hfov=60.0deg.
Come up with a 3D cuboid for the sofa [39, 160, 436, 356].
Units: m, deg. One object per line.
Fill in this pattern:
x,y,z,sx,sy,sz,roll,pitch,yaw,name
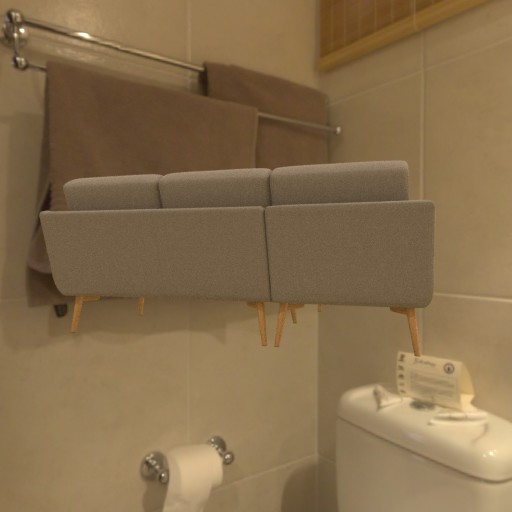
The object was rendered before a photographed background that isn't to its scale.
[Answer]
0.000,0.000,2.799,2.040,0.860,1.530,0,1,17,sofa
